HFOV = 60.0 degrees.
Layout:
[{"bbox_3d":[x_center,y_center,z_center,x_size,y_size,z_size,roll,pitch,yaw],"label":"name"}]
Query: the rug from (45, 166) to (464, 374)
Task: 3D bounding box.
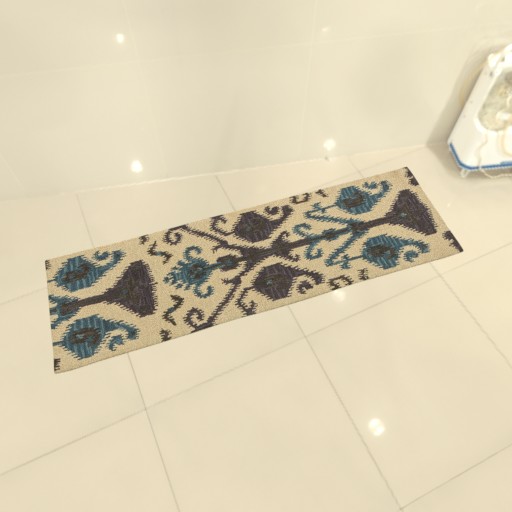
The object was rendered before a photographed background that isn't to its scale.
[{"bbox_3d":[0.000,0.000,2.530,2.301,0.017,0.692,-16,60,-9],"label":"rug"}]
